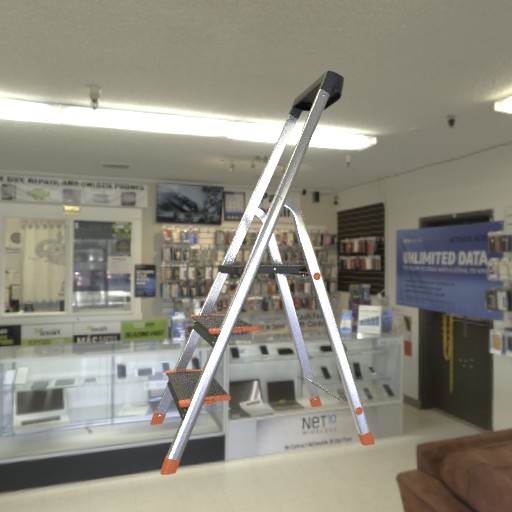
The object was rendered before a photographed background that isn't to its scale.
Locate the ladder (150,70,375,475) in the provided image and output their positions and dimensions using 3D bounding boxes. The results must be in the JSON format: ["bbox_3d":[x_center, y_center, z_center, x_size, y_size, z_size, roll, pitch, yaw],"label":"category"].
[{"bbox_3d":[0.000,0.000,1.539,0.686,1.229,0.416,0,0,-18],"label":"ladder"}]
